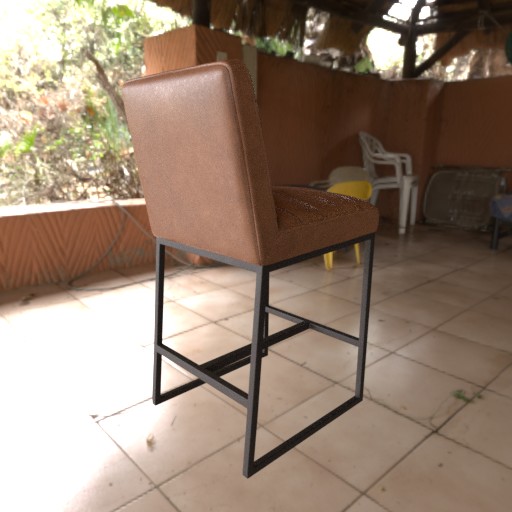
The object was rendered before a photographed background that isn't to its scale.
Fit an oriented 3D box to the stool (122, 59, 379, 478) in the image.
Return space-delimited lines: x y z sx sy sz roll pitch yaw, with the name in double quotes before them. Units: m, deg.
"stool" 0.000 0.000 1.255 0.556 0.940 0.458 -13 19 -42
